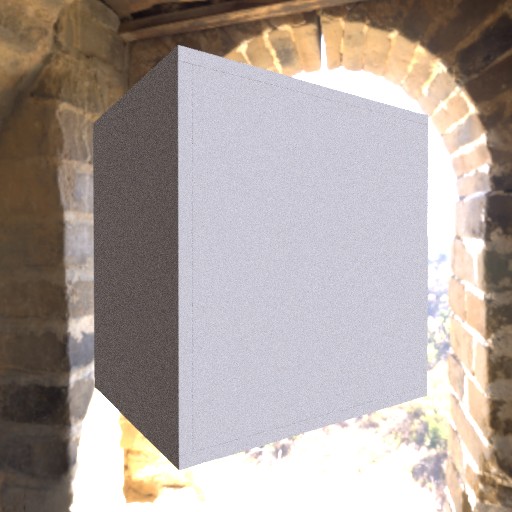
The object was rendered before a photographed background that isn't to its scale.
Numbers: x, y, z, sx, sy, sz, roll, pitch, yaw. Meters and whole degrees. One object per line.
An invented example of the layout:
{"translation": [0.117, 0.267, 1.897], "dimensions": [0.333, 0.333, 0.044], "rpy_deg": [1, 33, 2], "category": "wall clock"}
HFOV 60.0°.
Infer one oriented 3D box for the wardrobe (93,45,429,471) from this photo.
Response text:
{"translation": [0.000, 0.000, 0.845], "dimensions": [0.500, 0.520, 0.400], "rpy_deg": [-1, 1, -34], "category": "wardrobe"}
